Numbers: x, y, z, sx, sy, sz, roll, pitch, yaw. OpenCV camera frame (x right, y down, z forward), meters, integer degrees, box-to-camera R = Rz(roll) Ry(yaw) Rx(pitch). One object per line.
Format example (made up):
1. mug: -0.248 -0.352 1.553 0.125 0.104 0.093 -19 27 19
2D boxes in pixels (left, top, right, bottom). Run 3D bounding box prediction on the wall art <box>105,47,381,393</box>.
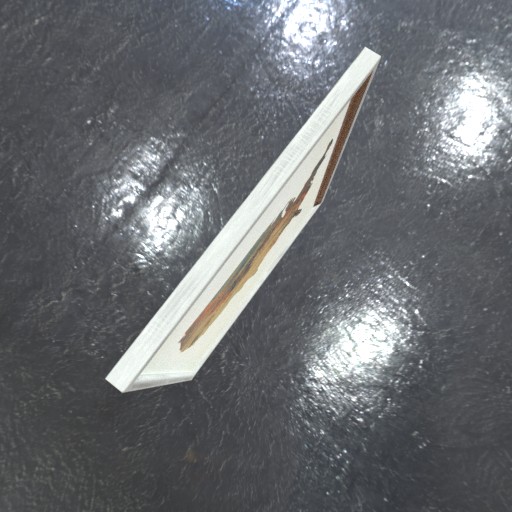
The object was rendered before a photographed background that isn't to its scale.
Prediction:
1. wall art: 0.000 0.000 0.454 0.015 0.303 0.303 35 78 8
